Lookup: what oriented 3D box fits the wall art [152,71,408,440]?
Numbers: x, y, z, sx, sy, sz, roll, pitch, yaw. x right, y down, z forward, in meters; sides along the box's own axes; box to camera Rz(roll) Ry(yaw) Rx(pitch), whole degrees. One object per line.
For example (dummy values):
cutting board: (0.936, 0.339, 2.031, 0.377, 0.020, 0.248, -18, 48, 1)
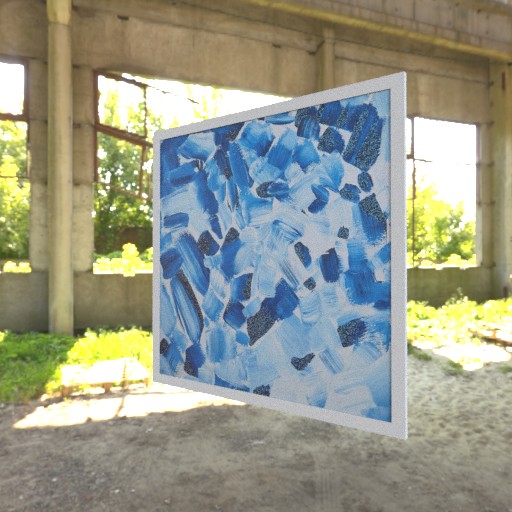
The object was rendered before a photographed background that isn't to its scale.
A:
wall art: (0.000, 0.000, 1.216, 0.812, 0.812, 0.015, 0, -1, 35)
